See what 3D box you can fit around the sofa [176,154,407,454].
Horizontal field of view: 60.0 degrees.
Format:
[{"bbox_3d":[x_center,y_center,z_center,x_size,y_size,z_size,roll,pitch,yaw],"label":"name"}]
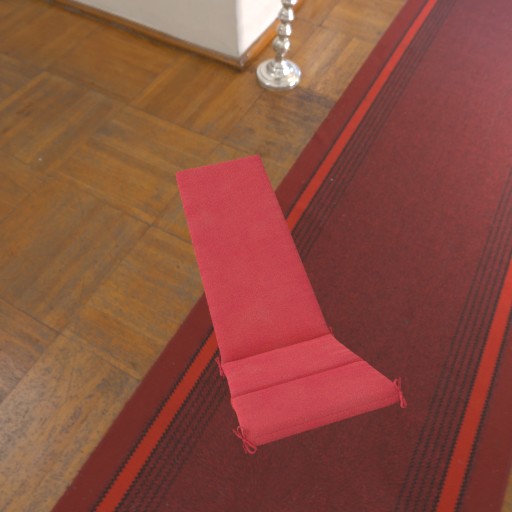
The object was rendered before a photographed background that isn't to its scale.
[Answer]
[{"bbox_3d":[0.000,0.000,2.018,0.582,0.622,1.663,-14,60,-8],"label":"sofa"}]
